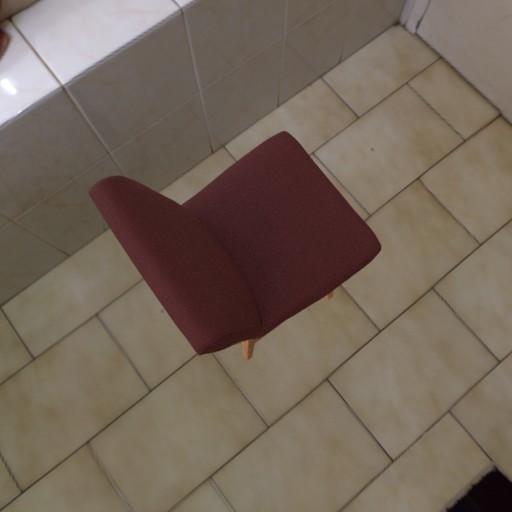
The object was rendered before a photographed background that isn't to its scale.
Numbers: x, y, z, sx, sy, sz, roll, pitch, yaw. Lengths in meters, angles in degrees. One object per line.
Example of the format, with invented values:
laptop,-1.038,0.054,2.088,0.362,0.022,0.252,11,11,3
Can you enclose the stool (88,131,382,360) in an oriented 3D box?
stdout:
stool,0.000,0.000,1.395,0.562,1.093,0.468,-35,78,-8
